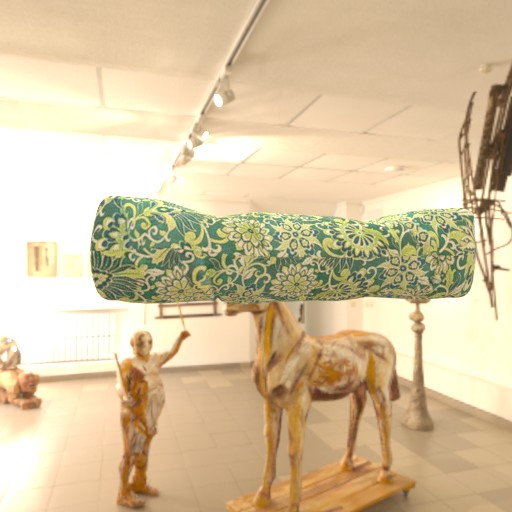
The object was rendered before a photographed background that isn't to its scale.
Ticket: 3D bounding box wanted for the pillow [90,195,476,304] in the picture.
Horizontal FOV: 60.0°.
[{"bbox_3d":[0.000,0.000,0.720,0.490,0.128,0.468,0,-1,-17],"label":"pillow"}]
